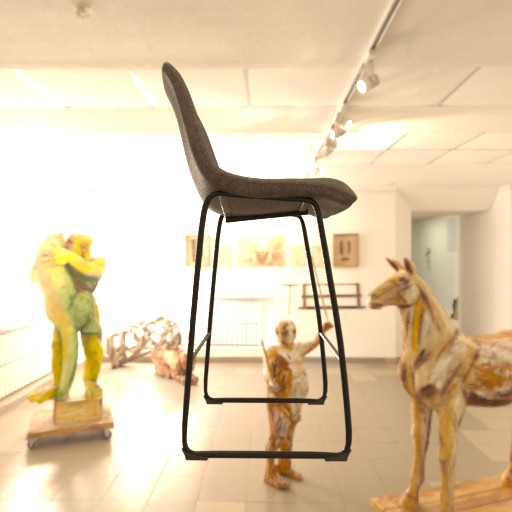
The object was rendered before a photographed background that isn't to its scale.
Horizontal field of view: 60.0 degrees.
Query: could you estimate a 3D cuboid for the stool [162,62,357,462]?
[{"bbox_3d":[0.000,0.000,1.398,0.561,1.082,0.514,0,0,1],"label":"stool"}]
